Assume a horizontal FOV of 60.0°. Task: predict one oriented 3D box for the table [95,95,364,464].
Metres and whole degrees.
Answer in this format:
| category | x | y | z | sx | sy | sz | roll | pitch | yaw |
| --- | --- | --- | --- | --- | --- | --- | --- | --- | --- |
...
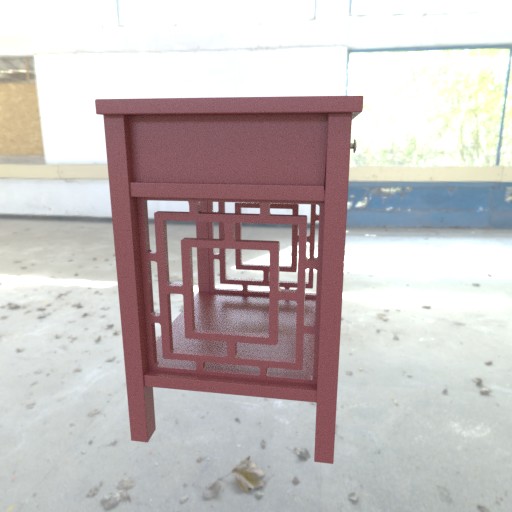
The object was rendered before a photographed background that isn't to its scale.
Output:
| category | x | y | z | sx | sy | sz | roll | pitch | yaw |
| --- | --- | --- | --- | --- | --- | --- | --- | --- | --- |
| table | 0.000 | 0.000 | 1.085 | 0.451 | 0.686 | 0.599 | 2 | 15 | 9 |
